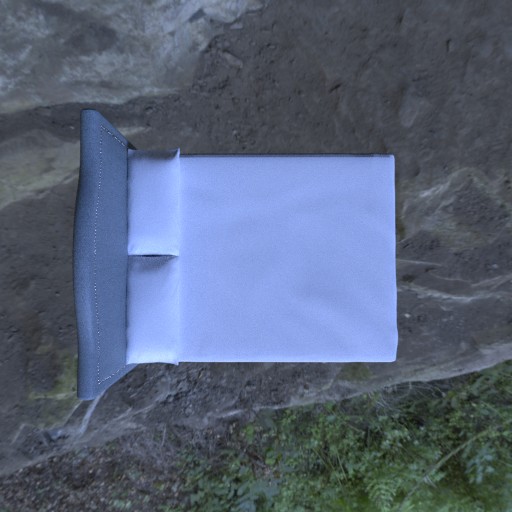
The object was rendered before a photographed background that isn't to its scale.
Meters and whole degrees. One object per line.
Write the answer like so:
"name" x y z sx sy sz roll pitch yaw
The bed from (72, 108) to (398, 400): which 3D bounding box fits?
"bed" 0.000 0.000 3.267 2.143 1.460 1.753 0 88 1
